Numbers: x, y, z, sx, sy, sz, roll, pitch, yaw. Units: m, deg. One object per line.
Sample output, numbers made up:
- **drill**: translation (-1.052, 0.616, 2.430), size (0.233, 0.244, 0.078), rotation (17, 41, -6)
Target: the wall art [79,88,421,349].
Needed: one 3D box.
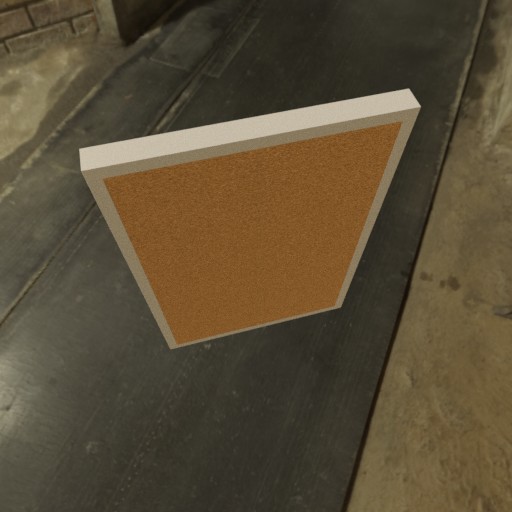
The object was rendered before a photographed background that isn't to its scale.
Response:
- **wall art**: translation (0.000, 0.000, 0.860), size (0.450, 0.657, 0.038), rotation (-13, 60, -7)
